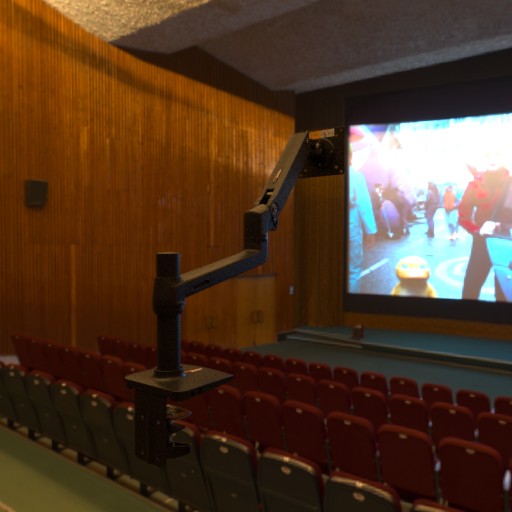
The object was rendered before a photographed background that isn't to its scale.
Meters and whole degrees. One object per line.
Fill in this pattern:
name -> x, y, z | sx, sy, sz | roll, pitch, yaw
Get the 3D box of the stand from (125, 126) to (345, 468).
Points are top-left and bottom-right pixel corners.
stand -> 0.000, 0.000, 1.022 | 0.152, 0.713, 0.650 | 1, 2, 35
